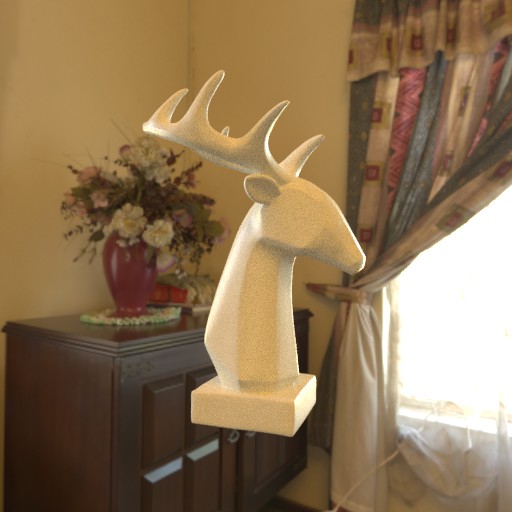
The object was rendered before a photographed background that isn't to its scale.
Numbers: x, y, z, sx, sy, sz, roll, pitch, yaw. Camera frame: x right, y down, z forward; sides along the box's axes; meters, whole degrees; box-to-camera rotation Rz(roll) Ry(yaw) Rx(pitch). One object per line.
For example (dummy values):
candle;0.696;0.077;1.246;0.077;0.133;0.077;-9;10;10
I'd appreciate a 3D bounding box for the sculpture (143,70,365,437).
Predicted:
sculpture;0.000;0.000;0.465;0.224;0.329;0.174;0;-1;19
